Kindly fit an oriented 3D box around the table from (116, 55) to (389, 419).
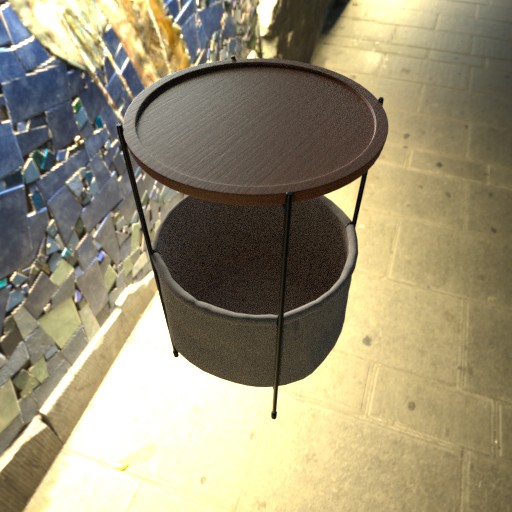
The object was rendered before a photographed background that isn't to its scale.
[{"bbox_3d":[0.000,0.000,0.881,0.393,0.623,0.393,26,52,22],"label":"table"}]
